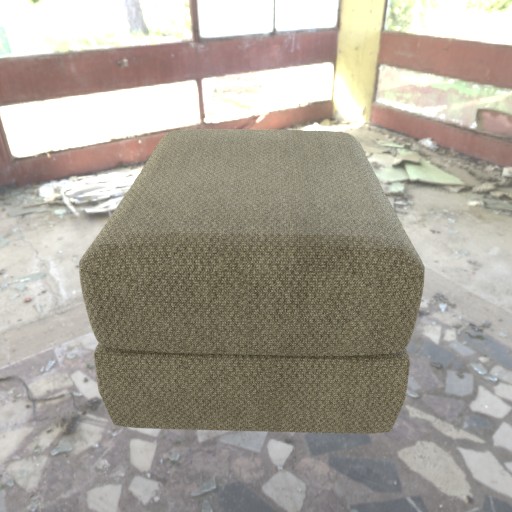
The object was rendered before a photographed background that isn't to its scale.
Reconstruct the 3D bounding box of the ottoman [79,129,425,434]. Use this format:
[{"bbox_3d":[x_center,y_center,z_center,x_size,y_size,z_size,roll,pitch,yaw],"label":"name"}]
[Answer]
[{"bbox_3d":[0.000,0.000,1.114,0.603,0.476,0.751,1,32,1],"label":"ottoman"}]
